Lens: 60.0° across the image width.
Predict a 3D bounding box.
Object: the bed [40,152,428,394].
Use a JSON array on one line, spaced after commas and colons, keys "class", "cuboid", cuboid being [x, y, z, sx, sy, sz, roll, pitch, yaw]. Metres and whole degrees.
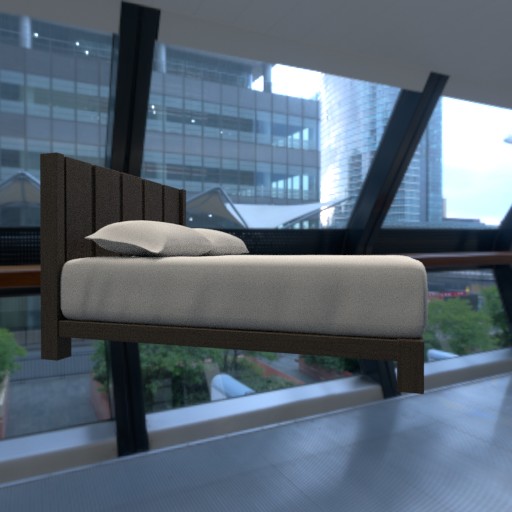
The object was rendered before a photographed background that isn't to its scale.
[{"class": "bed", "cuboid": [0.000, 0.000, 3.216, 2.242, 1.270, 1.727, 0, 1, 18]}]
